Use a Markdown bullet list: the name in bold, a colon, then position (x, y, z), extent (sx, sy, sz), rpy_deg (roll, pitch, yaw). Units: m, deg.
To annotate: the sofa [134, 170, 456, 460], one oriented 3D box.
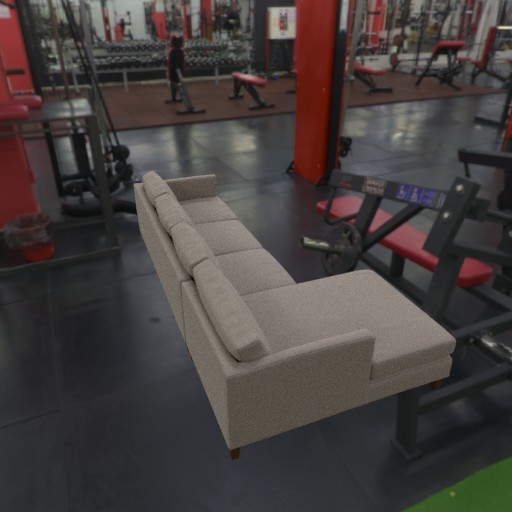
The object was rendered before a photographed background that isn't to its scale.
- **sofa**: position (0.000, 0.000, 3.943), extent (1.625, 0.846, 3.186), rpy_deg (-11, 31, -19)
